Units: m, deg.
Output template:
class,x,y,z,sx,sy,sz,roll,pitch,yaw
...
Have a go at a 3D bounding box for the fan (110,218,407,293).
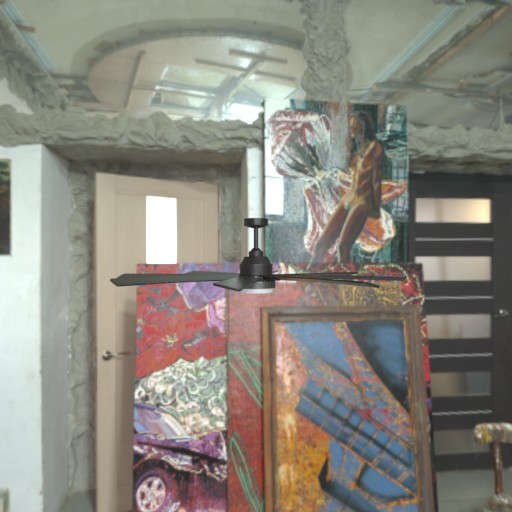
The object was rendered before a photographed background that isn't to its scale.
class,x,y,z,sx,sy,sz,roll,pitch,yaw
fan,0.000,0.000,2.820,1.830,0.472,1.830,0,0,-37
